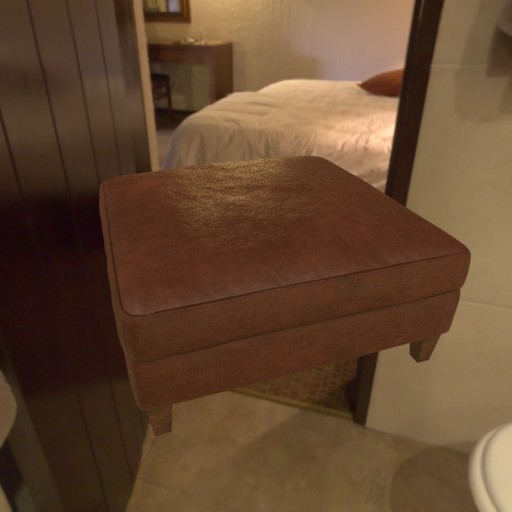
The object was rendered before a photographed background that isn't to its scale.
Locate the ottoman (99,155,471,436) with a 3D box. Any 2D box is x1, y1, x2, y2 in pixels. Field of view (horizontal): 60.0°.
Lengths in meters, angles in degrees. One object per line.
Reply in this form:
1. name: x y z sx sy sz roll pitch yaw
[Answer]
1. ottoman: 0.000 0.000 1.333 0.844 0.415 0.836 -10 31 -17
